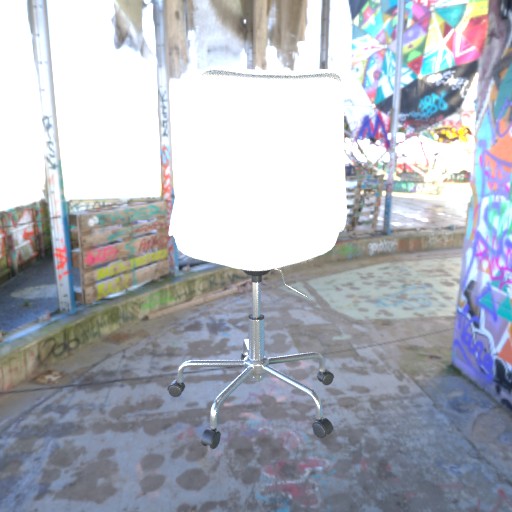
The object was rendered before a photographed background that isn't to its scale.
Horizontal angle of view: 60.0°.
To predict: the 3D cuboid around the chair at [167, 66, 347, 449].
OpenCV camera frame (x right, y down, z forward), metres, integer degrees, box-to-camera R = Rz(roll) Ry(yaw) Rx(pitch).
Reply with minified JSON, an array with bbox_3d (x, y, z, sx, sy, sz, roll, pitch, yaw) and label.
[{"bbox_3d":[0.000,0.000,1.284,0.550,0.930,0.550,-2,13,-8],"label":"chair"}]
